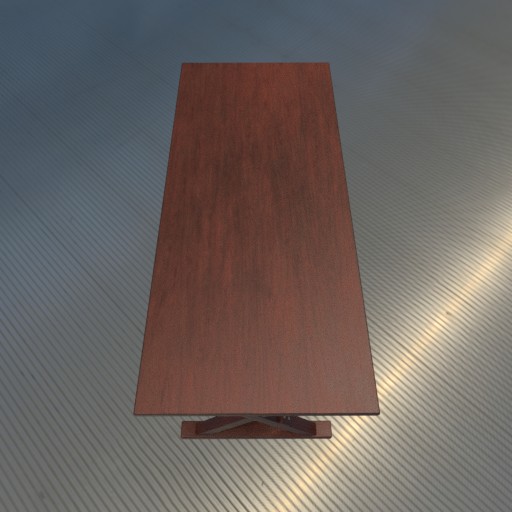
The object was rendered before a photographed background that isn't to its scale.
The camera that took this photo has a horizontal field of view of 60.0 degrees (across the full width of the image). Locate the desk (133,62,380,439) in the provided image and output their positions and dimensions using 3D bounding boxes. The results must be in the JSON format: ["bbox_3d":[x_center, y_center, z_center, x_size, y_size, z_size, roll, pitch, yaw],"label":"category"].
[{"bbox_3d":[0.000,0.000,1.754,0.600,0.761,1.372,0,58,0],"label":"desk"}]
